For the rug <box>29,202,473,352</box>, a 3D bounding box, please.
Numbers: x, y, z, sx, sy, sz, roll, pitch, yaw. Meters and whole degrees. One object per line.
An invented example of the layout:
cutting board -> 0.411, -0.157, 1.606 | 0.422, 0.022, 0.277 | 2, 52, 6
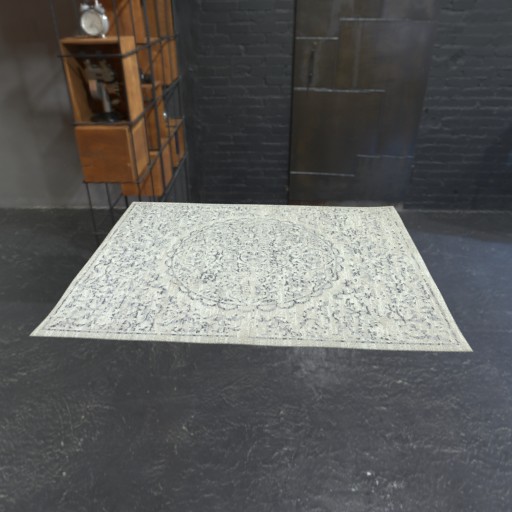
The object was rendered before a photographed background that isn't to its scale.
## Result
rug -> 0.000, 0.000, 3.920 | 2.925, 0.026, 2.343 | 2, 30, 3
